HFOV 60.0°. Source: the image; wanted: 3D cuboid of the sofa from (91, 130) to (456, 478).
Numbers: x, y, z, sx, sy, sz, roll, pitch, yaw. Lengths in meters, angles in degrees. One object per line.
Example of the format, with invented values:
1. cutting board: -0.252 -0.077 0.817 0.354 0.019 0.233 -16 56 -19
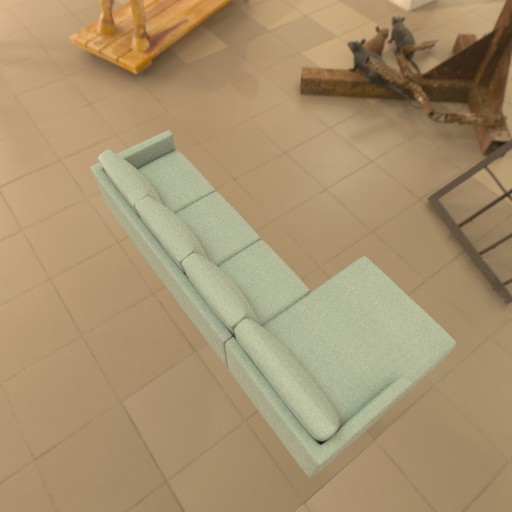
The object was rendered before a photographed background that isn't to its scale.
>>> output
1. sofa: 0.000 0.000 4.168 1.600 0.953 3.470 -32 62 -19
